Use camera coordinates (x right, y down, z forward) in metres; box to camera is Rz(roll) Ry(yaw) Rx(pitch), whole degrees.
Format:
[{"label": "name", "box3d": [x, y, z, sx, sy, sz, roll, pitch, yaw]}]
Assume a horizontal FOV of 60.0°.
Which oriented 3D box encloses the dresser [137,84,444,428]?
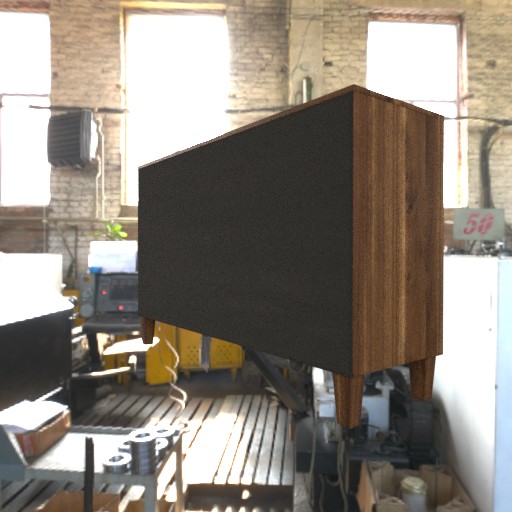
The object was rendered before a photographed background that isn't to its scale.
[{"label": "dresser", "box3d": [0.000, 0.000, 1.815, 0.438, 0.892, 1.387, -1, 1, -38]}]
